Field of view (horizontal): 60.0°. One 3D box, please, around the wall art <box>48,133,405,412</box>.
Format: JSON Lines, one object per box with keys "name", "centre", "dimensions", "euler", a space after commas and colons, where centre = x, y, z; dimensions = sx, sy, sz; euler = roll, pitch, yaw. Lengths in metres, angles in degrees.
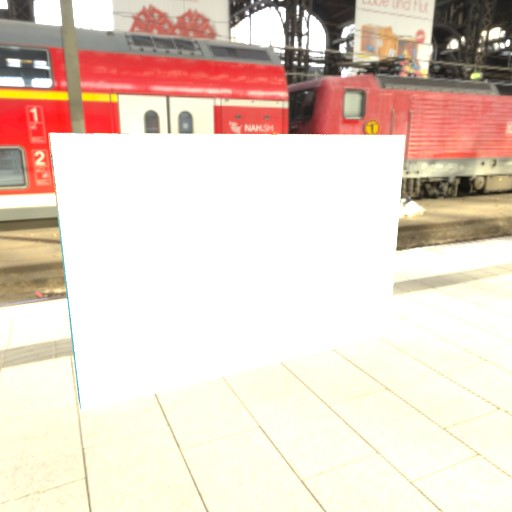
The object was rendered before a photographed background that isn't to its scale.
{"name": "wall art", "centre": [0.000, 0.000, 1.123], "dimensions": [0.894, 0.595, 0.057], "euler": [-7, 16, -26]}
